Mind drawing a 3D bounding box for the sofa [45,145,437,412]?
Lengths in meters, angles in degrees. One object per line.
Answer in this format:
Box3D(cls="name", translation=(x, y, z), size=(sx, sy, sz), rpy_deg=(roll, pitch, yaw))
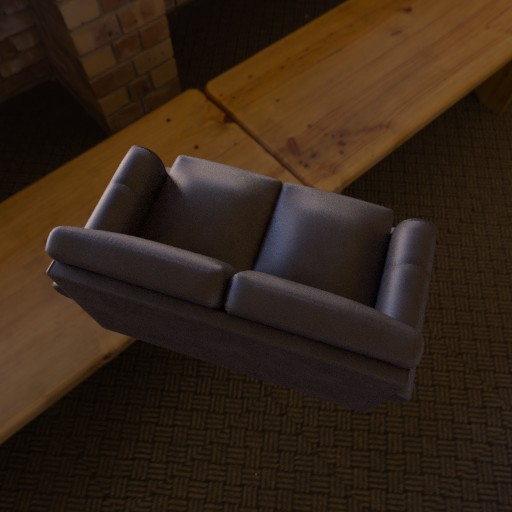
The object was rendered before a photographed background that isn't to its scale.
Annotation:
Box3D(cls="sofa", translation=(0.000, 0.000, 2.260), size=(1.663, 0.979, 1.030), rpy_deg=(16, 65, 8))
